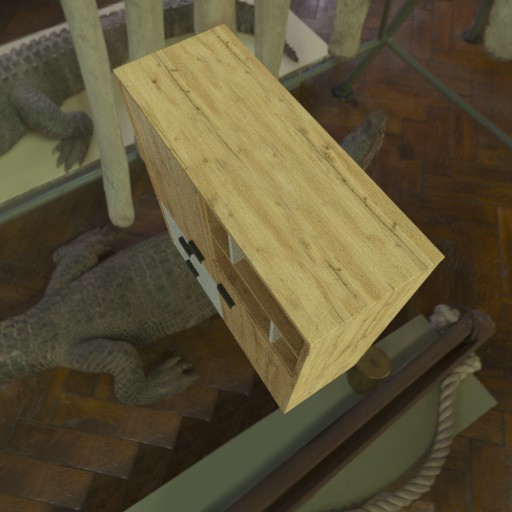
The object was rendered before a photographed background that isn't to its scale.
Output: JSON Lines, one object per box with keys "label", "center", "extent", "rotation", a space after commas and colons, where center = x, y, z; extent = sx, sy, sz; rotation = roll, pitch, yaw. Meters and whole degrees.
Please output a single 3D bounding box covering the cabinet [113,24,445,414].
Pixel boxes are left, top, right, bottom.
{"label": "cabinet", "center": [0.000, 0.000, 1.997], "extent": [0.473, 1.397, 1.168], "rotation": [-30, 67, -14]}
